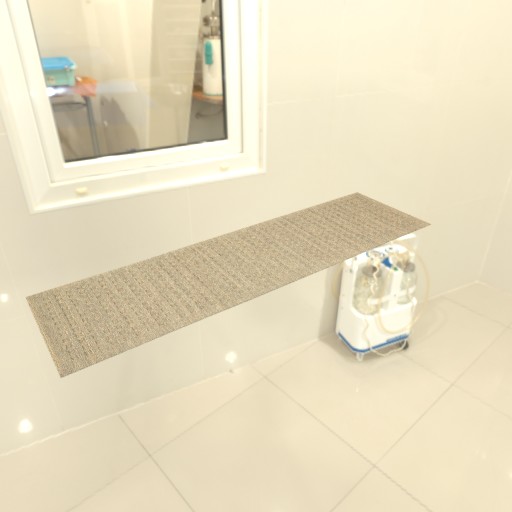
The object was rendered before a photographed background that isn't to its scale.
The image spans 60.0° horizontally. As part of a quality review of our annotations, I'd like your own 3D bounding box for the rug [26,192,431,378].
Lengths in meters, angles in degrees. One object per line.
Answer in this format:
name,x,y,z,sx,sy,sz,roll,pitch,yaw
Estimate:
rug,0.000,0.000,2.658,2.437,0.005,0.688,-20,36,-30
